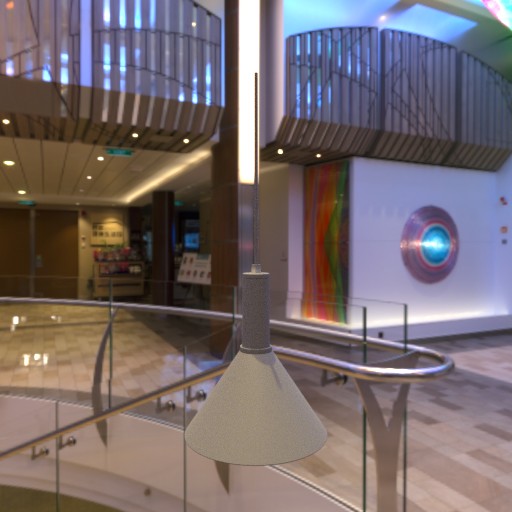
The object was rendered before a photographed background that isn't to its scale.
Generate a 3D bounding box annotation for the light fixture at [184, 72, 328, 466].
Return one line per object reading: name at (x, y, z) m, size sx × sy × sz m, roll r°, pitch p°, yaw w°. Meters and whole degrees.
light fixture at (0.000, 0.000, 0.831) m, size 0.267 × 0.683 × 0.267 m, roll 0°, pitch 1°, yaw 19°
